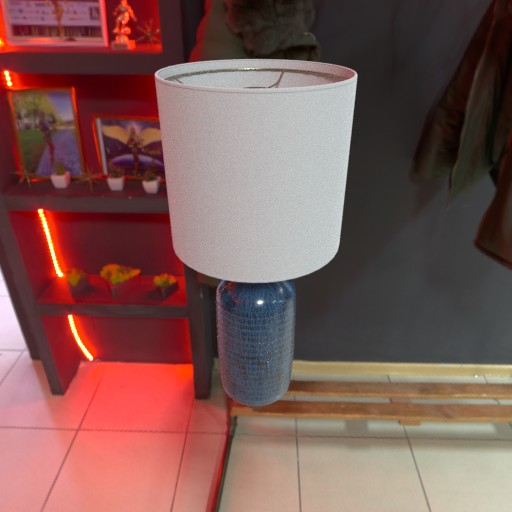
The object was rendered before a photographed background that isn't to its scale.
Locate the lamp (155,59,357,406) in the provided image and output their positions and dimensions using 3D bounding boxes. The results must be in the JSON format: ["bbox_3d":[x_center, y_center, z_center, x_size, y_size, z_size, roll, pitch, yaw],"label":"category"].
[{"bbox_3d":[0.000,0.000,0.611,0.220,0.475,0.220,19,35,29],"label":"lamp"}]
